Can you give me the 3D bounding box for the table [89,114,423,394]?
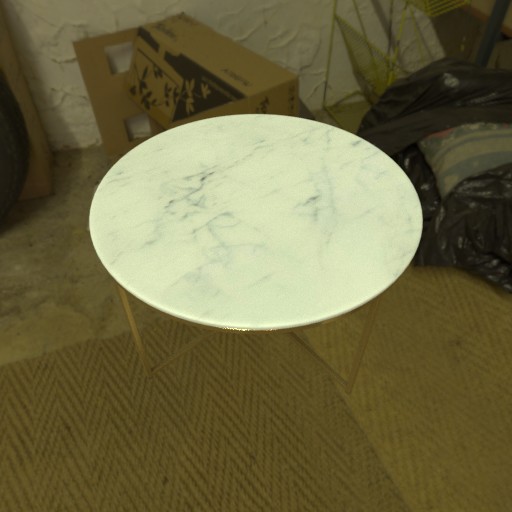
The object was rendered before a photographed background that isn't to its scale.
[{"bbox_3d":[0.000,0.000,1.257,0.800,0.450,0.800,0,46,0],"label":"table"}]
